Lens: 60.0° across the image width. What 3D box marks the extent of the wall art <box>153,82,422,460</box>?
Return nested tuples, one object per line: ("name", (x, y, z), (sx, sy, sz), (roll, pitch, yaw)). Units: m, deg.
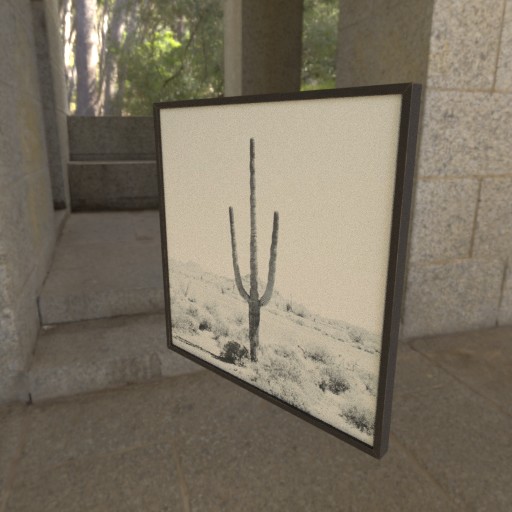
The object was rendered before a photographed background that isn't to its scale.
("wall art", (0.000, 0.000, 1.116), (0.762, 0.762, 0.038), (14, 21, 41))
